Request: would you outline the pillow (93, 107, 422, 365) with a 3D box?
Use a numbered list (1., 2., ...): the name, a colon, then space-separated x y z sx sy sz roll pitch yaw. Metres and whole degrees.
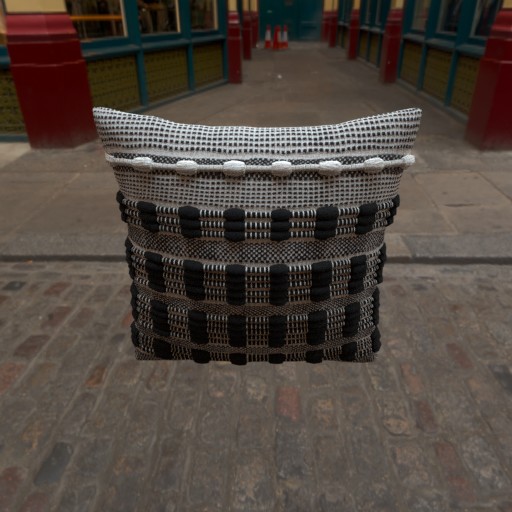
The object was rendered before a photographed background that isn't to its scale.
1. pillow: 0.000 0.000 0.681 0.436 0.438 0.156 0 30 1
